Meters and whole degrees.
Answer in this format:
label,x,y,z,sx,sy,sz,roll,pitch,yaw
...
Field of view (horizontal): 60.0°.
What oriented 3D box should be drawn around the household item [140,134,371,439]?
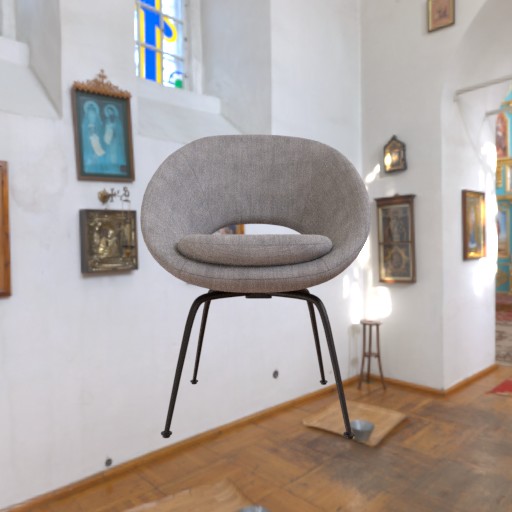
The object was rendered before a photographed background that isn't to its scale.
label,x,y,z,sx,sy,sz,roll,pitch,yaw
household item,0.000,0.000,1.329,0.643,0.869,0.587,0,0,1
